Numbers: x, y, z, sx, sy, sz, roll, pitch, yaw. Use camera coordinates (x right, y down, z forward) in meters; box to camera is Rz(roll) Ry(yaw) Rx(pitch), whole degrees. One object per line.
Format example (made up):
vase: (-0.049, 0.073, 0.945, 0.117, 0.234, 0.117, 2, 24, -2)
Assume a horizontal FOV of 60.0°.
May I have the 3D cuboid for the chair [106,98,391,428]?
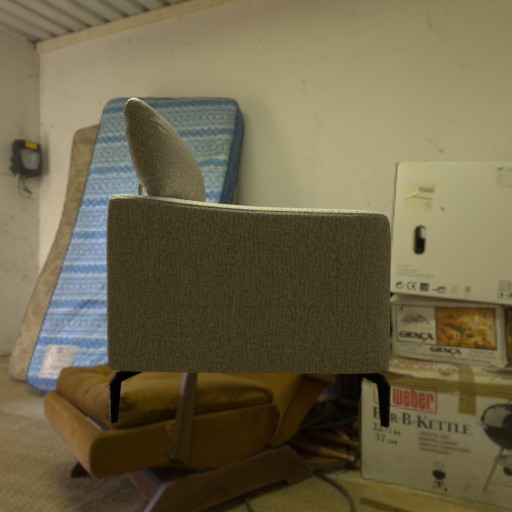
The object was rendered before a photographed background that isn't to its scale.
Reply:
chair: (0.000, 0.000, 1.680, 0.835, 0.967, 0.972, 0, 0, 2)
